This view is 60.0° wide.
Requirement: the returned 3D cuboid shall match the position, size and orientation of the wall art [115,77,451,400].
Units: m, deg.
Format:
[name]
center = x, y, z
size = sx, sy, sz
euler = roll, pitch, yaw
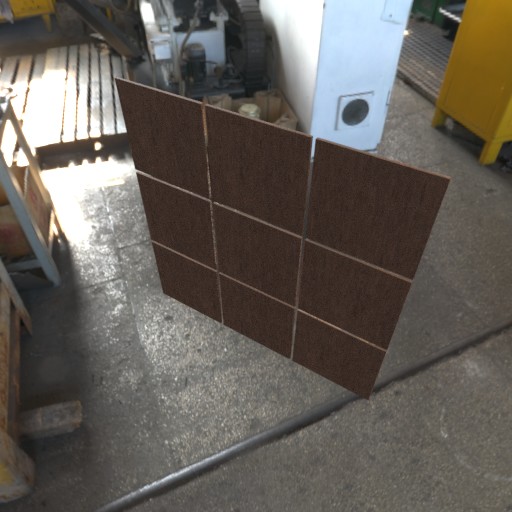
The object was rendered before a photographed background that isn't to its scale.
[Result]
[wall art]
center = 0.000, 0.000, 2.297
size = 1.527, 1.525, 0.014
euler = 24, 49, 22
